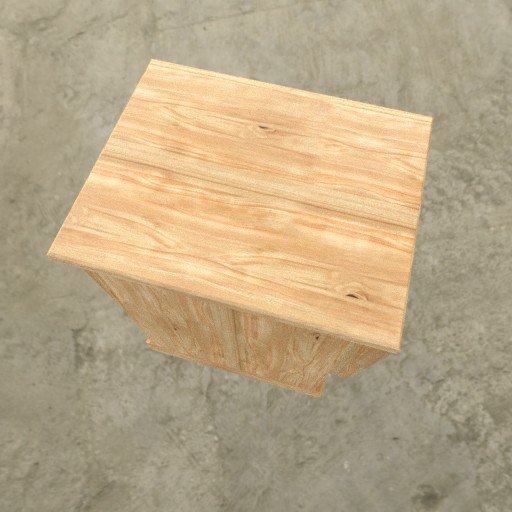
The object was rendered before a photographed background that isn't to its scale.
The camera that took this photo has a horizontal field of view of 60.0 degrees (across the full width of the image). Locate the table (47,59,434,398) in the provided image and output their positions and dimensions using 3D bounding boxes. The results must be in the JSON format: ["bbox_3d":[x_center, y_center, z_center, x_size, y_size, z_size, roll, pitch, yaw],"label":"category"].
[{"bbox_3d":[0.000,0.000,0.870,0.530,0.515,0.380,14,66,7],"label":"table"}]
